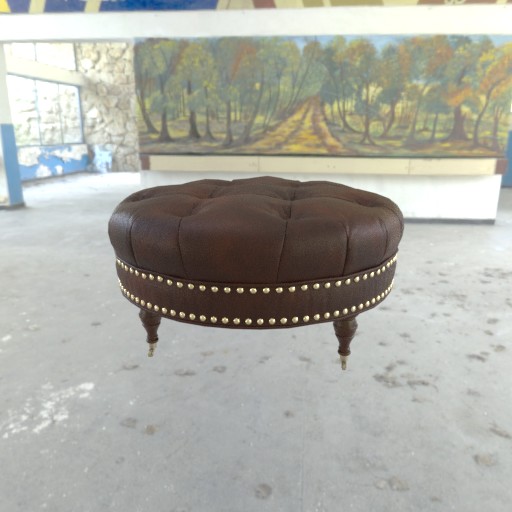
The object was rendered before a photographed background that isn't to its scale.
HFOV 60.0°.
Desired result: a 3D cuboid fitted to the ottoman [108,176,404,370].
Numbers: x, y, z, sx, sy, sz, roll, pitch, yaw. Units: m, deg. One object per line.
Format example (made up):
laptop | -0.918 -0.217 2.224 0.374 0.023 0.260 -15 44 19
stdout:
ottoman | 0.000 0.000 1.414 0.901 0.455 0.901 0 16 0
